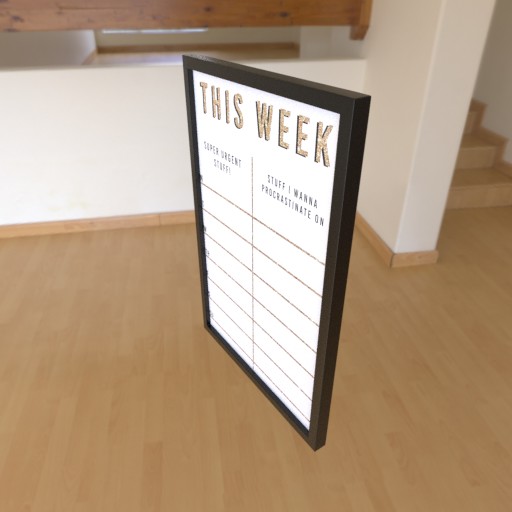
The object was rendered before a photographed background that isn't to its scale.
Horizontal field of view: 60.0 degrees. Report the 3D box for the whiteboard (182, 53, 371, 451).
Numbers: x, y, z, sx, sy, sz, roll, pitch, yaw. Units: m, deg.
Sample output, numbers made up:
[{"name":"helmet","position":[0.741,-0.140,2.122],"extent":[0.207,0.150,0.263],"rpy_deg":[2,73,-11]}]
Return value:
[{"name":"whiteboard","position":[0.000,0.000,0.780],"extent":[0.026,0.611,0.406],"rpy_deg":[-20,37,-29]}]
